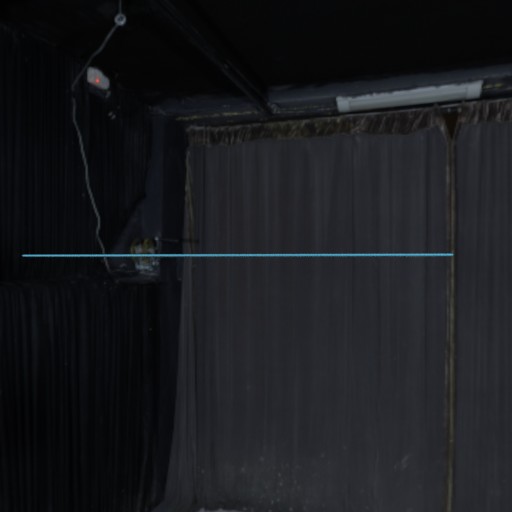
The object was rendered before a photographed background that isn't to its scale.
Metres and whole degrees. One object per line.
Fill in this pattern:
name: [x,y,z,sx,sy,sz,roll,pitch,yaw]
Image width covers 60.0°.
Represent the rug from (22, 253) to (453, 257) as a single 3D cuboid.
rug: [0.000,0.000,3.970,3.044,0.015,2.226,0,0,19]
